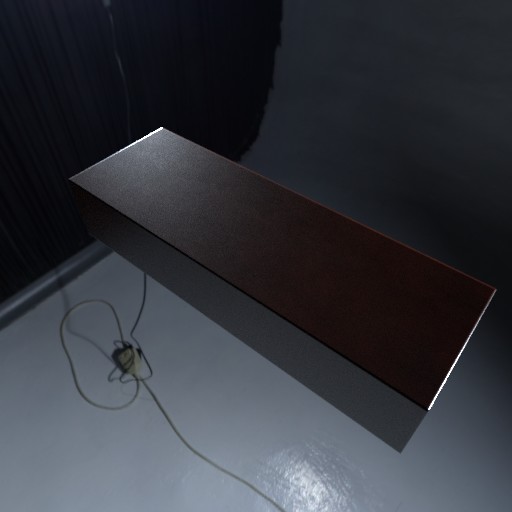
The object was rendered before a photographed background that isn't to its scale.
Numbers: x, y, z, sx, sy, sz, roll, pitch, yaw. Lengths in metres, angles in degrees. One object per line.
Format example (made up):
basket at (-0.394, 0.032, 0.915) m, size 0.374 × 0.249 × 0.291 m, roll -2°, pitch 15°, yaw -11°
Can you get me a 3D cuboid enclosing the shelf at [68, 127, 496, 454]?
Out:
shelf at (0.000, 0.000, 0.506) m, size 0.457 × 0.088 × 0.152 m, roll 30°, pitch 54°, yaw 26°
